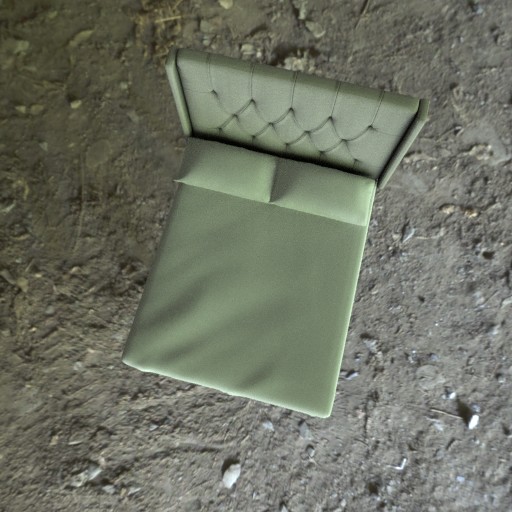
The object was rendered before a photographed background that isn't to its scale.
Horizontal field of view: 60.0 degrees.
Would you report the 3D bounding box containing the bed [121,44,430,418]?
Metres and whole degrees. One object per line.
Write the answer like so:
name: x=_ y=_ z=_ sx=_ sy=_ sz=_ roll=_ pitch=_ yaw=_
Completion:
bed: x=0.000 y=0.000 z=3.329 sx=1.719 sy=1.665 sz=2.066 roll=14 pitch=74 yaw=4
